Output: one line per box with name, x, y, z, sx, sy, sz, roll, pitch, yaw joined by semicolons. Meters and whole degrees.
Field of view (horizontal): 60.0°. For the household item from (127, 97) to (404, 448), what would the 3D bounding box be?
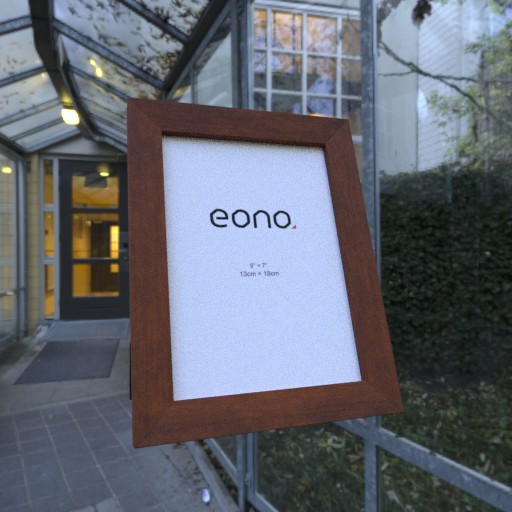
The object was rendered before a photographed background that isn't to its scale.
household item;0.000;0.000;0.291;0.160;0.204;0.096;0;1;-18
